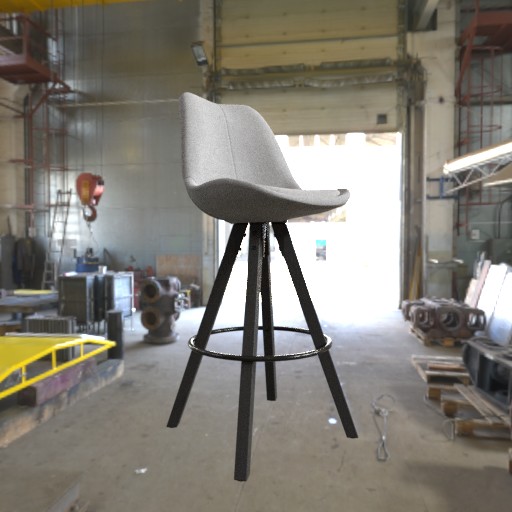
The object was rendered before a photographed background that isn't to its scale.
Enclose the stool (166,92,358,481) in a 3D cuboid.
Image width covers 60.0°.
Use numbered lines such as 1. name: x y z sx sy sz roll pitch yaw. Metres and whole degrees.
1. stool: 0.000 0.000 1.419 0.485 1.115 0.550 -1 2 -36
